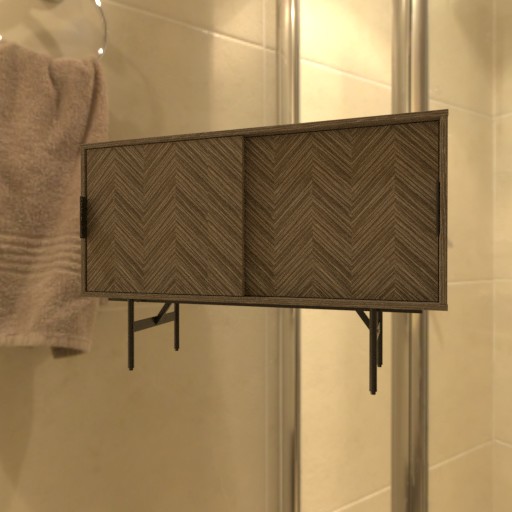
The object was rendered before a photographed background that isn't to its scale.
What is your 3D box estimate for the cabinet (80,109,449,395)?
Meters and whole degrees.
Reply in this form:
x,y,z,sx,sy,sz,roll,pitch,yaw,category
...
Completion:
x,y,z,sx,sy,sz,roll,pitch,yaw,category
0.000,0.000,1.532,1.194,0.787,0.405,0,0,19,cabinet
